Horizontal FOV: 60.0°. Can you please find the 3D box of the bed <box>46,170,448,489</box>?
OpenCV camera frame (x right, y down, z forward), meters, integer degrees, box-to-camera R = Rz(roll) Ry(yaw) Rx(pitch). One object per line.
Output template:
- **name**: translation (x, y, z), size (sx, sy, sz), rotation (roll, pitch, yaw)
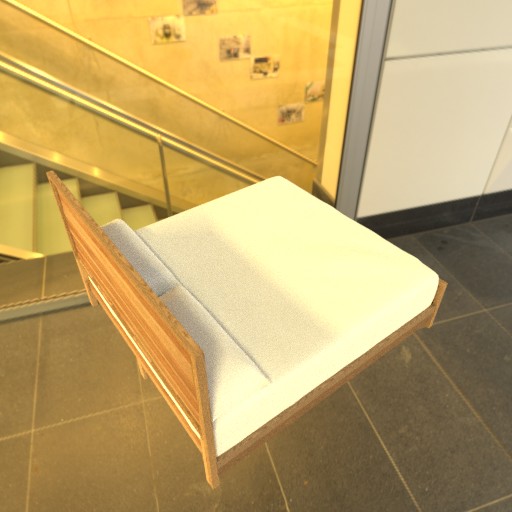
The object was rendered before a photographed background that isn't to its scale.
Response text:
- **bed**: translation (0.000, 0.000, 3.424), size (2.184, 1.295, 2.013), rotation (-26, 46, -28)
